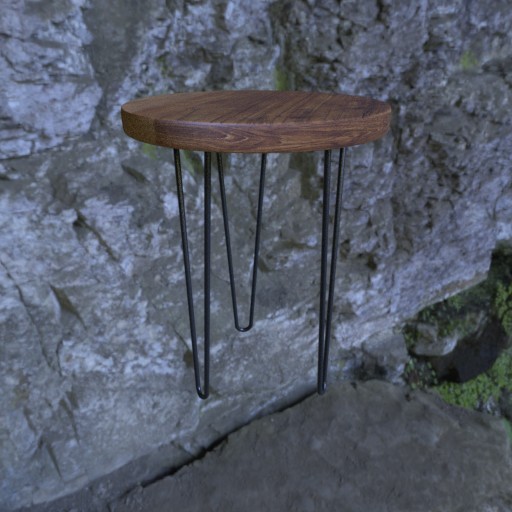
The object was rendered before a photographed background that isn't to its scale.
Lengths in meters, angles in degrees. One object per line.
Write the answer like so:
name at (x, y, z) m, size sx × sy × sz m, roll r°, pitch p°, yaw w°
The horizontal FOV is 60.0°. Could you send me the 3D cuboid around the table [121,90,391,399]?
table at (0.000, 0.000, 0.788) m, size 0.400 × 0.520 × 0.400 m, roll 0°, pitch 26°, yaw 0°
